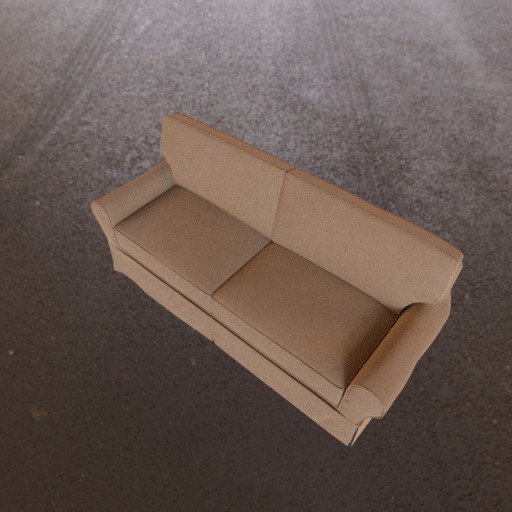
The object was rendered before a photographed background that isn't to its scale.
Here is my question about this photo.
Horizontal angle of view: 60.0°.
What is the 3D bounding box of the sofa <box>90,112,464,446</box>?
[{"bbox_3d":[0.000,0.000,2.780,2.246,1.014,0.900,32,55,26],"label":"sofa"}]
